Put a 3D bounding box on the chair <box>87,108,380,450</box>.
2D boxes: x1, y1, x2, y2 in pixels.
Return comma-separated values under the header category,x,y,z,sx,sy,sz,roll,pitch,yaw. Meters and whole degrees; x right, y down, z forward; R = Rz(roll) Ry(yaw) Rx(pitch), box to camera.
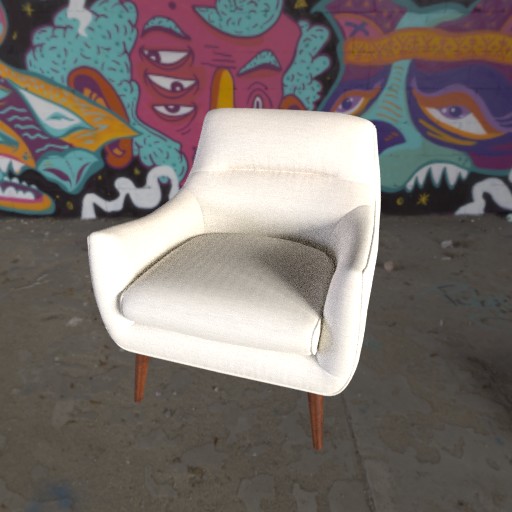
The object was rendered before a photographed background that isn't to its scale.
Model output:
category,x,y,z,sx,sy,sz,roll,pitch,yaw
chair,0.000,0.000,1.454,0.762,0.838,0.787,8,27,16
